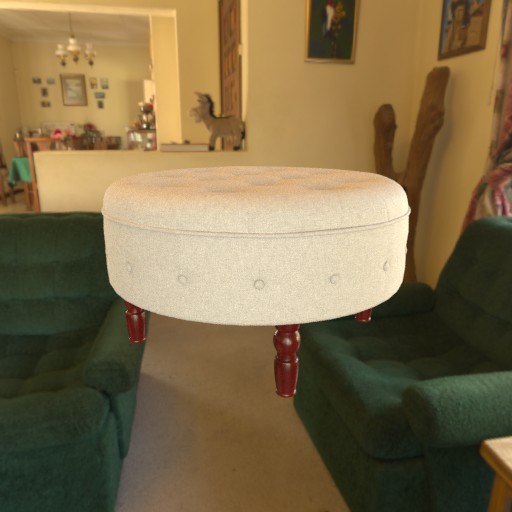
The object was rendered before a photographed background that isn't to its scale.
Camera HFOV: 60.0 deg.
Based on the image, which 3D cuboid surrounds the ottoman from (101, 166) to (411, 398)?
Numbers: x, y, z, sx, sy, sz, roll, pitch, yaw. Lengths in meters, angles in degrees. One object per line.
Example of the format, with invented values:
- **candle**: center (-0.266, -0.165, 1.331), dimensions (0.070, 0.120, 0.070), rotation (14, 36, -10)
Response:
- **ottoman**: center (0.000, 0.000, 1.328), dimensions (0.849, 0.478, 0.849), rotation (0, 16, 0)
